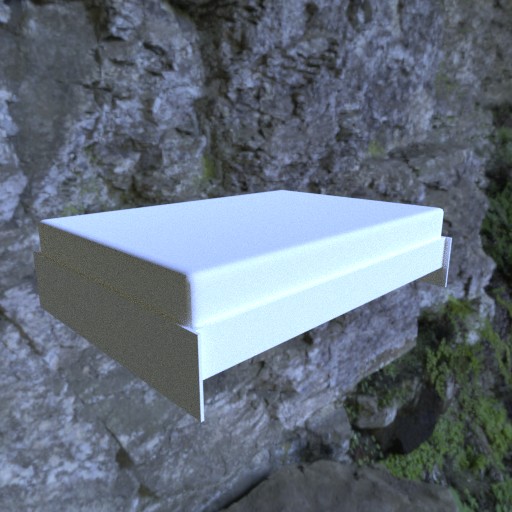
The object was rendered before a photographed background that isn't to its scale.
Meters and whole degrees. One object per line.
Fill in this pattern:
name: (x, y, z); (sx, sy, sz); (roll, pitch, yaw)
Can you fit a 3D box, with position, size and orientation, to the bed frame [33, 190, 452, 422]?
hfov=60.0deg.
bed frame: (0.000, 0.000, 2.567); (1.945, 0.497, 1.445); (-15, 21, -43)
